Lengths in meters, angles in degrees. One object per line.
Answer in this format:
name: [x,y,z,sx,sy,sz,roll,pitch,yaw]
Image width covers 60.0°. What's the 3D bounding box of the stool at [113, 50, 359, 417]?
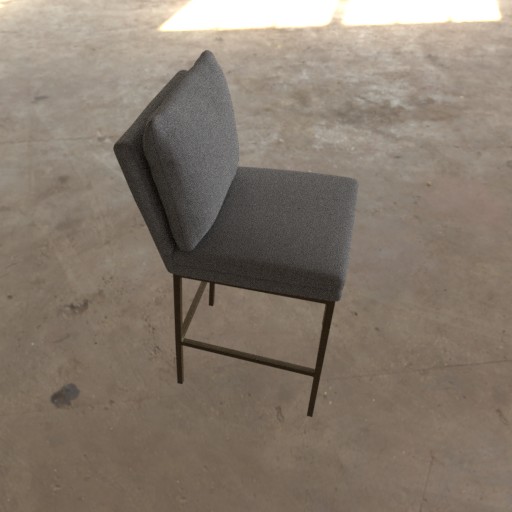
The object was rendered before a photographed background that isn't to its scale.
stool: [0.000,0.000,1.437,0.569,1.132,0.463,10,46,10]
